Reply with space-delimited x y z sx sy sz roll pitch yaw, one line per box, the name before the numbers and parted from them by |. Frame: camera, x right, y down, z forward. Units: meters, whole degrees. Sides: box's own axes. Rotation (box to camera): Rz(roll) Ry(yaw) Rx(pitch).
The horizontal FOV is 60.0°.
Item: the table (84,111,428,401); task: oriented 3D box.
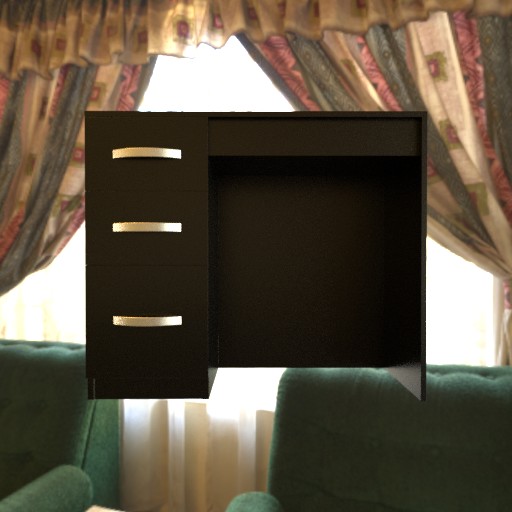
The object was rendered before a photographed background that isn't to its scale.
table | 0.000 0.000 1.369 0.930 0.790 0.380 0 1 0
